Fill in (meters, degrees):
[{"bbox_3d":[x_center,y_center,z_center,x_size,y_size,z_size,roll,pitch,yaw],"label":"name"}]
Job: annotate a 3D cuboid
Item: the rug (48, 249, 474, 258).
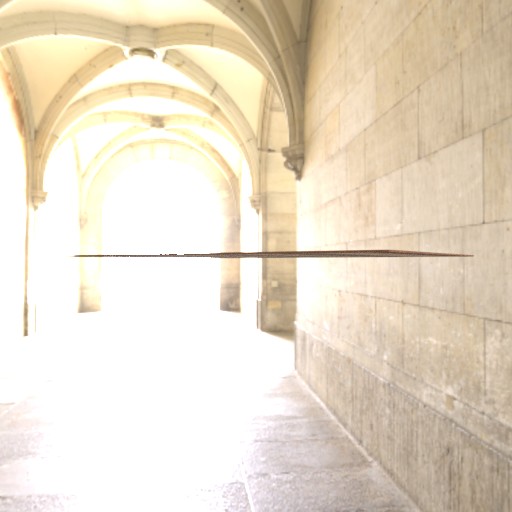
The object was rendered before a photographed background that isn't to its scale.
[{"bbox_3d":[0.000,0.000,2.281,1.829,0.008,1.219,-1,-1,36],"label":"rug"}]
